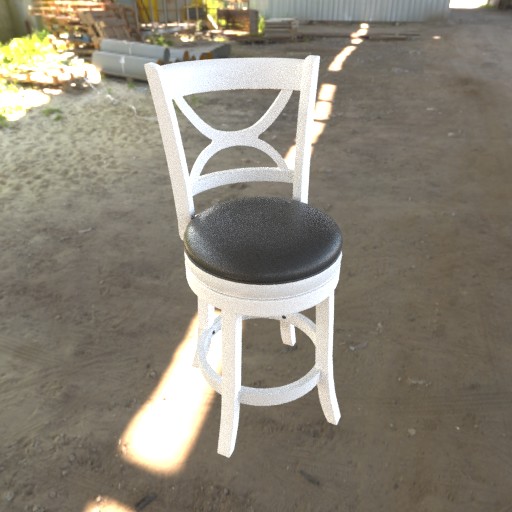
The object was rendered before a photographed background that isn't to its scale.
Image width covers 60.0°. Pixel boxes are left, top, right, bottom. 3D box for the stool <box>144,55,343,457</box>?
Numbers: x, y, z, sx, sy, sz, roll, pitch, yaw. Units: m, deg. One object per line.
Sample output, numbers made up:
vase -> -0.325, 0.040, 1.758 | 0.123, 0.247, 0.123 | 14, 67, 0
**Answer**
stool -> 0.000, 0.000, 1.209 | 0.444, 0.953, 0.508 | -10, 33, -16
